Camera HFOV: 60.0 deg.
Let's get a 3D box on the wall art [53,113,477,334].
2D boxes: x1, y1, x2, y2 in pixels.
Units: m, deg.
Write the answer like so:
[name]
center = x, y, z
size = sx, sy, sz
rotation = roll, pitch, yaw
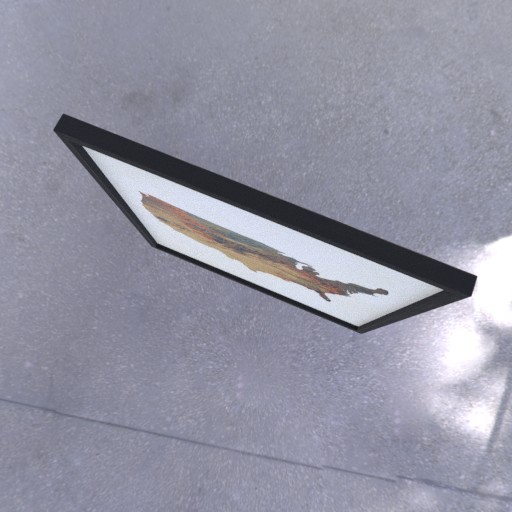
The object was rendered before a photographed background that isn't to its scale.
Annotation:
[wall art]
center = 0.000, 0.000, 0.445
size = 0.304, 0.303, 0.015
rotation = 22, 77, 6
